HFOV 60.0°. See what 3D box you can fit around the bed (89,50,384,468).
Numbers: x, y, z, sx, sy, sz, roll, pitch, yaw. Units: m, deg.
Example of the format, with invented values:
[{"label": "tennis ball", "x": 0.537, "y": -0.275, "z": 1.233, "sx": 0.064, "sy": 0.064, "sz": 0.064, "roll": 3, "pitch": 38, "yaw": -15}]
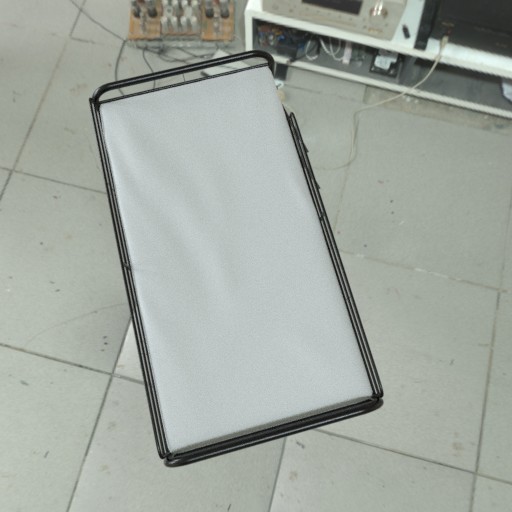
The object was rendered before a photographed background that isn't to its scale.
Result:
[{"label": "bed", "x": 0.000, "y": 0.000, "z": 2.807, "sx": 1.393, "sy": 1.289, "sz": 1.968, "roll": -14, "pitch": 76, "yaw": -4}]
